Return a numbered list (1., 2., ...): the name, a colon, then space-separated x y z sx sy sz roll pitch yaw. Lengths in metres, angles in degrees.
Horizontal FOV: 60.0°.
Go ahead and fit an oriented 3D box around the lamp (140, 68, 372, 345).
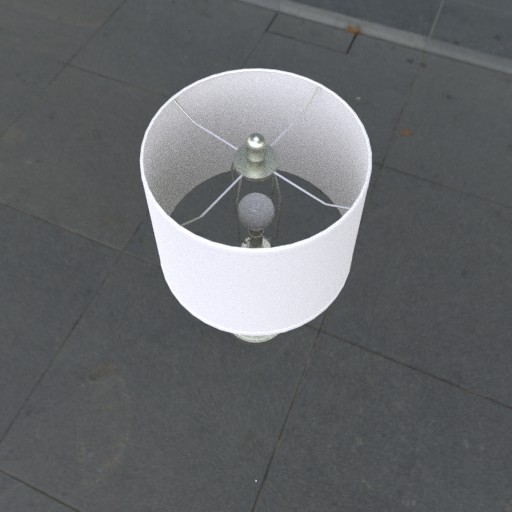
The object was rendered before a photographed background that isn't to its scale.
1. lamp: 0.000 0.000 0.940 0.383 0.733 0.383 0 63 0
